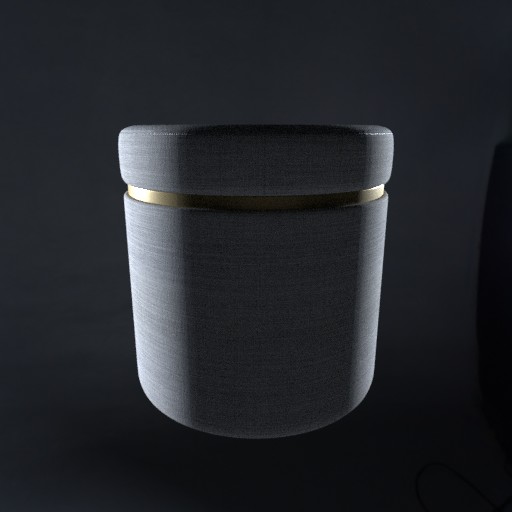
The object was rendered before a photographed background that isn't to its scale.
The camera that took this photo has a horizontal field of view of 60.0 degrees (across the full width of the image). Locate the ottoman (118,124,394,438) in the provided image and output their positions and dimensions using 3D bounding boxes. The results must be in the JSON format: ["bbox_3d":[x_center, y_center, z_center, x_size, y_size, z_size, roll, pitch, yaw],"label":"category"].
[{"bbox_3d":[0.000,0.000,0.719,0.400,0.406,0.400,0,16,0],"label":"ottoman"}]
